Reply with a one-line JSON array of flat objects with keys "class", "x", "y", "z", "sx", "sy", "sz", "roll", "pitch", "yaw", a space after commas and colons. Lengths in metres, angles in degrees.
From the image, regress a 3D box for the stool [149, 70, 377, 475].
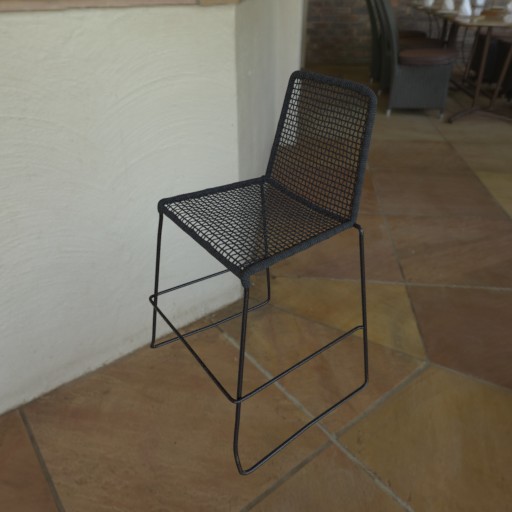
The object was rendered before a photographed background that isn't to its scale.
[{"class": "stool", "x": 0.000, "y": 0.000, "z": 1.248, "sx": 0.509, "sy": 0.905, "sz": 0.590, "roll": -21, "pitch": 38, "yaw": -29}]
